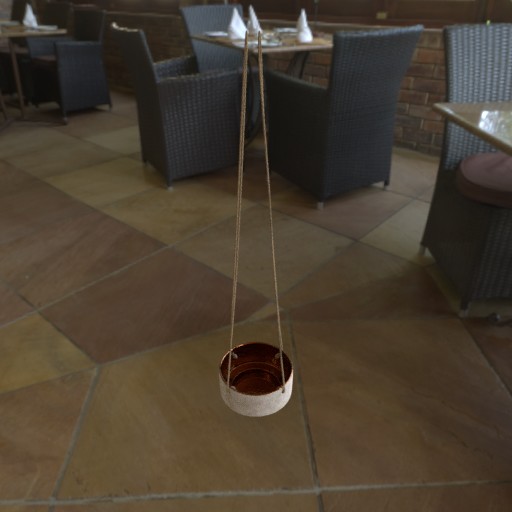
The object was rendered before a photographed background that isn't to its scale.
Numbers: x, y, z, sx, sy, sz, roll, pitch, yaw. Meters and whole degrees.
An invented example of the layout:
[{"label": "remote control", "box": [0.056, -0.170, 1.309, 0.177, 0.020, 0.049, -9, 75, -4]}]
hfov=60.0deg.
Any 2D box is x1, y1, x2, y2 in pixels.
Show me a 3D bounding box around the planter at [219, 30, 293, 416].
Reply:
[{"label": "planter", "box": [0.000, 0.000, 1.133, 0.223, 1.030, 0.223, 0, 31, 0]}]
